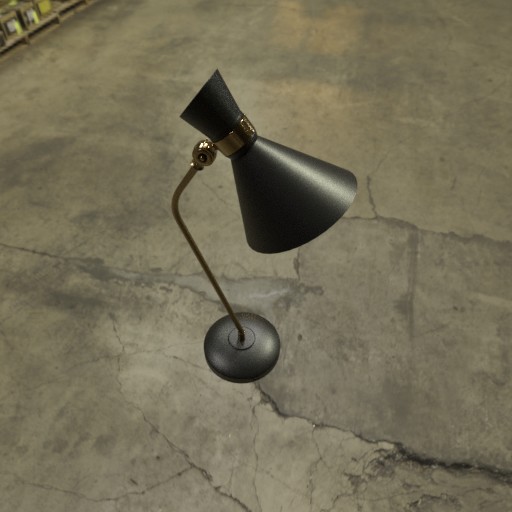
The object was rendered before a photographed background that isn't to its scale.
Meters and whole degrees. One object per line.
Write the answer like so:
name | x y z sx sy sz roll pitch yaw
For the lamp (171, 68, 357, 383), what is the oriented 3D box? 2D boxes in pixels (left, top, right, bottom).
lamp | 0.000 0.000 0.775 0.292 0.647 0.189 11 48 10
